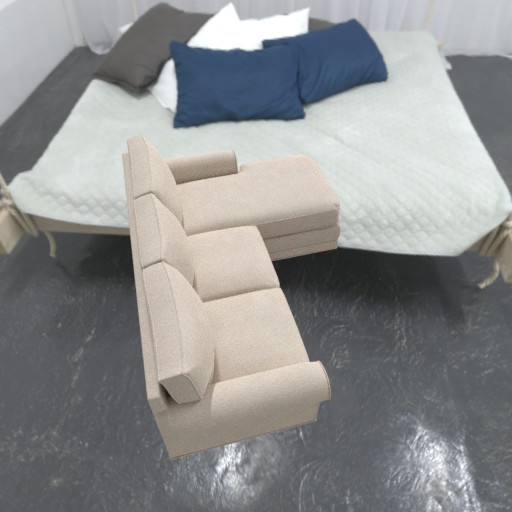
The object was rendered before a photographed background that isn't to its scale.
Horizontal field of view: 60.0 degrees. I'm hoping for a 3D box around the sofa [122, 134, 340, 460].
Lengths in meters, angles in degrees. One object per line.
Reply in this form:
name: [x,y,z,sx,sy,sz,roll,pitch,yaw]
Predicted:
sofa: [0.000,0.000,2.382,1.226,0.734,1.770,-11,47,-10]
